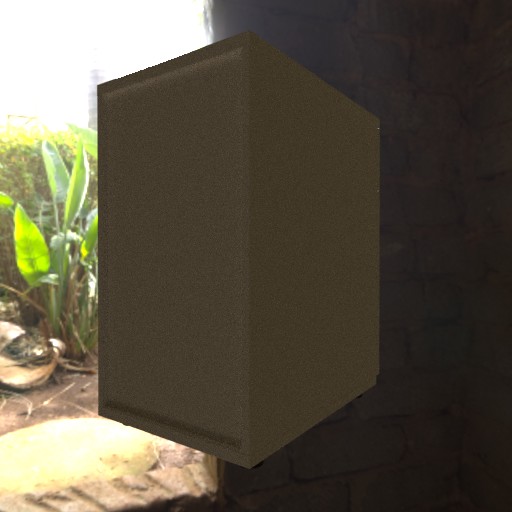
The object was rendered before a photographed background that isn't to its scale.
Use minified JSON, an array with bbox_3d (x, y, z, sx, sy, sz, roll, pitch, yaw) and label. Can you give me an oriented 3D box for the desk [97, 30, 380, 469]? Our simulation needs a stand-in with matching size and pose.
[{"bbox_3d":[0.000,0.000,1.073,0.404,0.730,0.600,0,1,36],"label":"desk"}]
